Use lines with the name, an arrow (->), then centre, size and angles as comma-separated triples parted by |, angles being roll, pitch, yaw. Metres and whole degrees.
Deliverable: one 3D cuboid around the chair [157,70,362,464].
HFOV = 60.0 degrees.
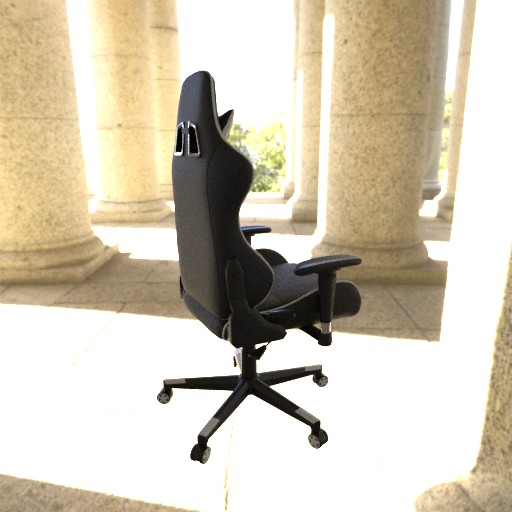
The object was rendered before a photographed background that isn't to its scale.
chair -> 0.000, 0.000, 1.628 | 0.700, 1.240, 0.700 | -8, 16, -27
